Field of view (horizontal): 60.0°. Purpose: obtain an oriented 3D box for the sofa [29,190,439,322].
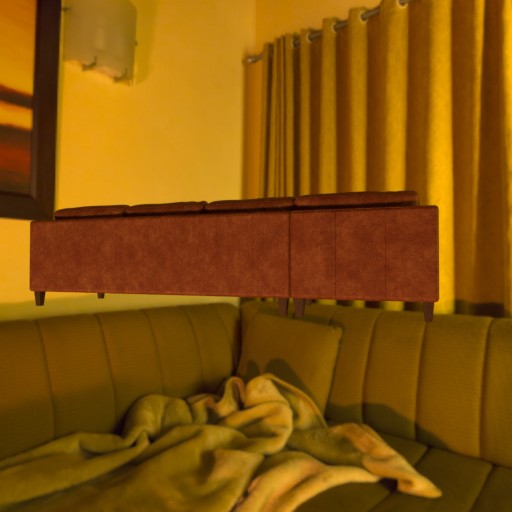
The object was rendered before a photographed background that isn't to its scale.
[{"bbox_3d":[0.000,0.000,4.303,3.150,0.838,2.438,0,-1,19],"label":"sofa"}]
